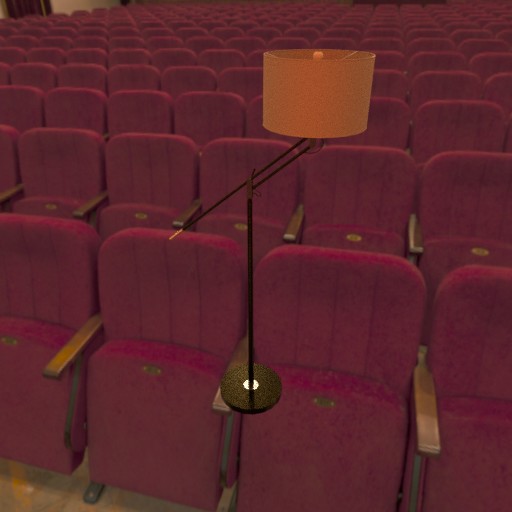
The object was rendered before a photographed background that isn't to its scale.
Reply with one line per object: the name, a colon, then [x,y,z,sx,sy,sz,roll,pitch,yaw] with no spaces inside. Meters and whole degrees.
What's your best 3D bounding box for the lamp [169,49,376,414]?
lamp: [0.000,0.000,1.938,0.809,1.635,0.373,7,30,13]
